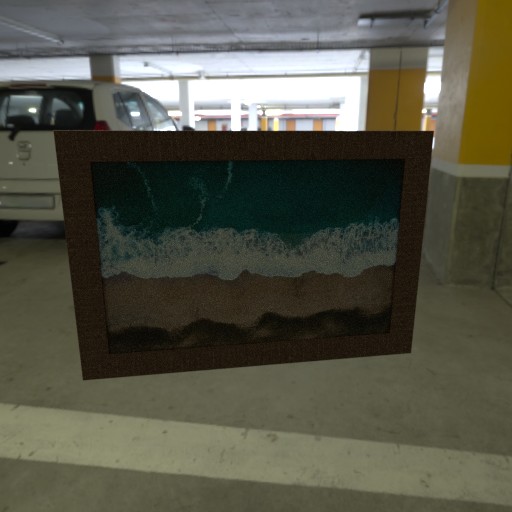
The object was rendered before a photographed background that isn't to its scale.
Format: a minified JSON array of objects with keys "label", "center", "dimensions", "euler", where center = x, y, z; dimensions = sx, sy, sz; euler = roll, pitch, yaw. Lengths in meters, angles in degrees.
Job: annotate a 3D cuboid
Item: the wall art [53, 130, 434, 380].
[{"label":"wall art","center":[0.000,0.000,1.151],"dimensions":[0.917,0.626,0.019],"euler":[-3,16,-9]}]
